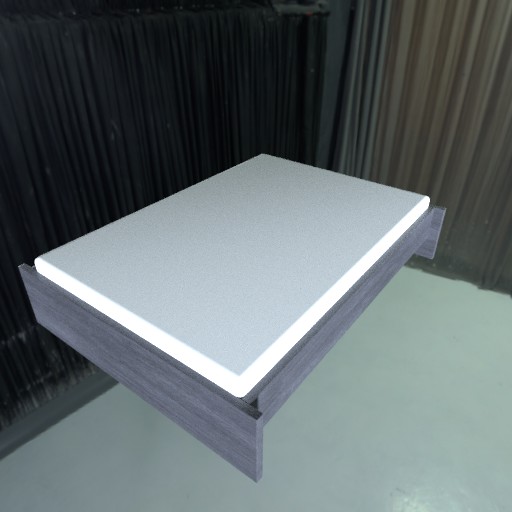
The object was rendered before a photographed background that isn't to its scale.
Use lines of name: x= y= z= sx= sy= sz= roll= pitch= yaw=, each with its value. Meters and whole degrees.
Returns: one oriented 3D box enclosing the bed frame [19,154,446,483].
bed frame: x=0.000 y=0.000 z=2.558 sx=1.490 sy=0.432 sz=1.950 roll=22 pitch=39 yaw=31
